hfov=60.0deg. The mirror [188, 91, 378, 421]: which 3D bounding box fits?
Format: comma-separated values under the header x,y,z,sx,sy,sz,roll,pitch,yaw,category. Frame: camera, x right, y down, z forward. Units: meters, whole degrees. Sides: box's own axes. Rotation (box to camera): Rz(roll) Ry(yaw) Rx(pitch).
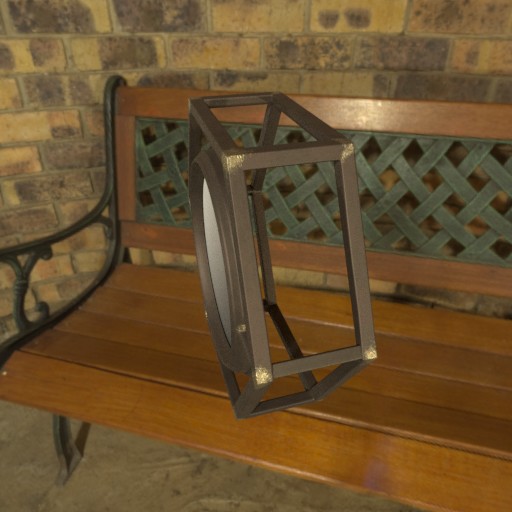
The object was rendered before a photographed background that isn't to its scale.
x,y,z,sx,sy,sz,roll,pitch,yaw,category
0.000,0.000,0.536,0.119,0.334,0.380,-9,34,-13,mirror
